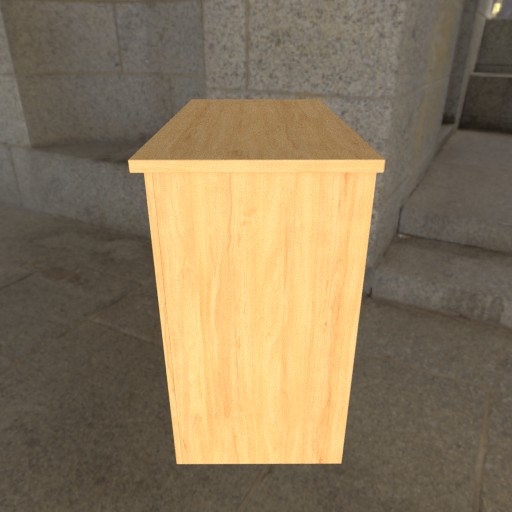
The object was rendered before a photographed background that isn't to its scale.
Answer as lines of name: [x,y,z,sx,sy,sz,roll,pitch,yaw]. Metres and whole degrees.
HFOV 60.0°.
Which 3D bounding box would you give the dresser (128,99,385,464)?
dresser: [0.000,0.000,1.224,0.410,0.730,0.800,0,26,0]
